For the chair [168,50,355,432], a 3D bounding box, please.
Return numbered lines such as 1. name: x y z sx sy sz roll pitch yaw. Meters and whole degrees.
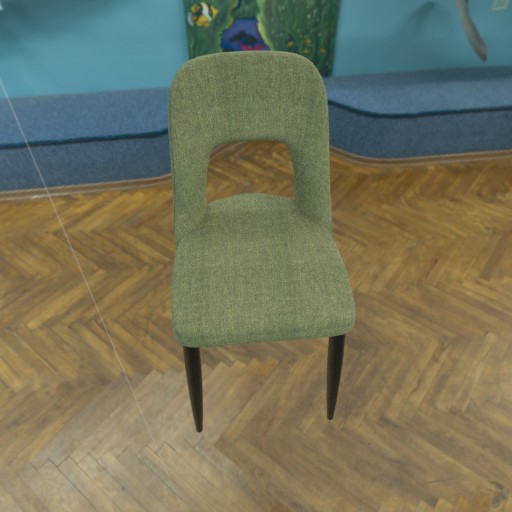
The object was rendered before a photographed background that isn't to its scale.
1. chair: 0.000 0.000 1.275 0.470 0.931 0.612 -4 46 -4
